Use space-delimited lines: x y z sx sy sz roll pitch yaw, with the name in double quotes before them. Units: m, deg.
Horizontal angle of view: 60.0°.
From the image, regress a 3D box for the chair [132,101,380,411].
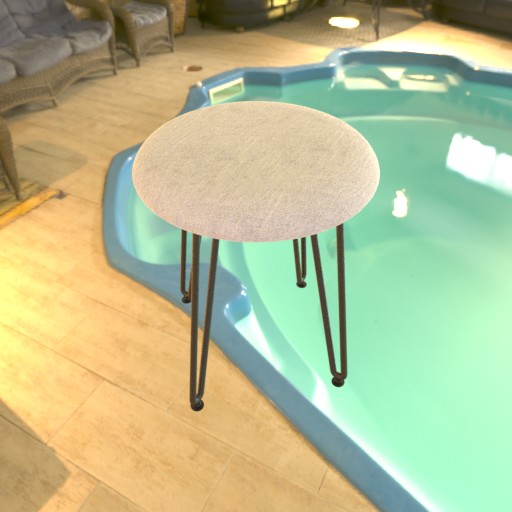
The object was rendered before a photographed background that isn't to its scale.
"chair" 0.000 0.000 0.669 0.350 0.386 0.350 24 47 25
